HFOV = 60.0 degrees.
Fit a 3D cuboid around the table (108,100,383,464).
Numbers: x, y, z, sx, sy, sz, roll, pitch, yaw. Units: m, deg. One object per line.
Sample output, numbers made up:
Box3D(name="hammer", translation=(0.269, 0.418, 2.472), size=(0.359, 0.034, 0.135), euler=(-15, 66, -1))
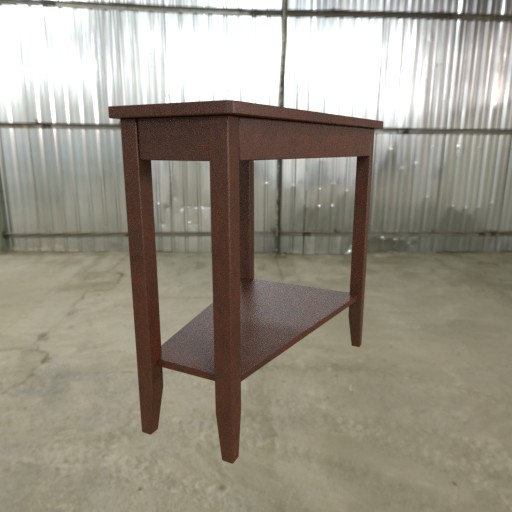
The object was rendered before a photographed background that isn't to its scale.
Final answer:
Box3D(name="table", translation=(0.000, 0.000, 0.978), size=(0.399, 0.589, 0.605), euler=(7, 15, 26))
